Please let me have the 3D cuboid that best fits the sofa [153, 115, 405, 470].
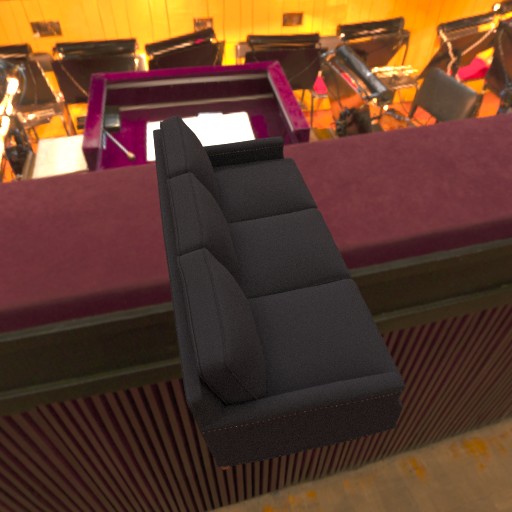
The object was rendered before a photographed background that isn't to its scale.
[{"bbox_3d":[0.000,0.000,2.839,1.084,1.003,2.246,-9,47,-9],"label":"sofa"}]
